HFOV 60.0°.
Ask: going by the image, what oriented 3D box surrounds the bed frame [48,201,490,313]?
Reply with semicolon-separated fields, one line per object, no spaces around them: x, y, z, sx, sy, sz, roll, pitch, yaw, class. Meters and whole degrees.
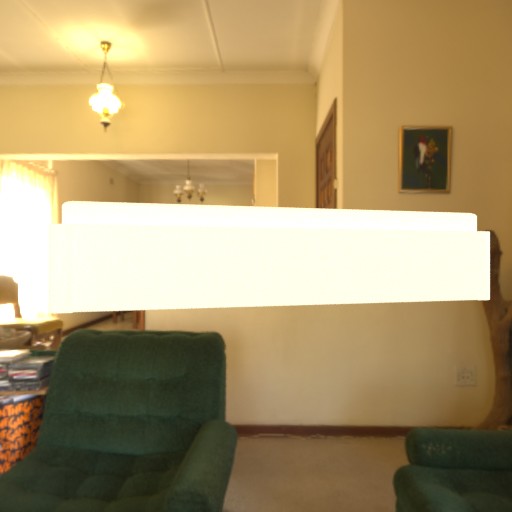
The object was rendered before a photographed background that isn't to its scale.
0.000;0.000;2.473;1.900;0.406;1.400;0;0;-15;bed frame
